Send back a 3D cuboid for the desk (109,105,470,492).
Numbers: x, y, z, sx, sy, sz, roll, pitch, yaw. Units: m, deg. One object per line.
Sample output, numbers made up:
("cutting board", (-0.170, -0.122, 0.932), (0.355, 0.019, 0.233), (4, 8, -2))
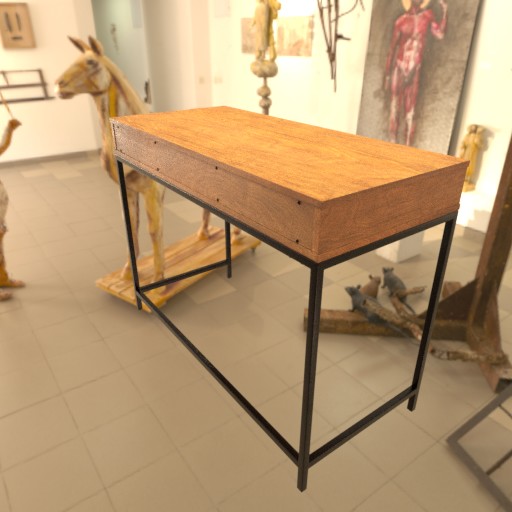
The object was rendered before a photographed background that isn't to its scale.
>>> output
("desk", (0.000, 0.000, 1.412), (0.470, 0.762, 1.016), (-18, 32, -32))
